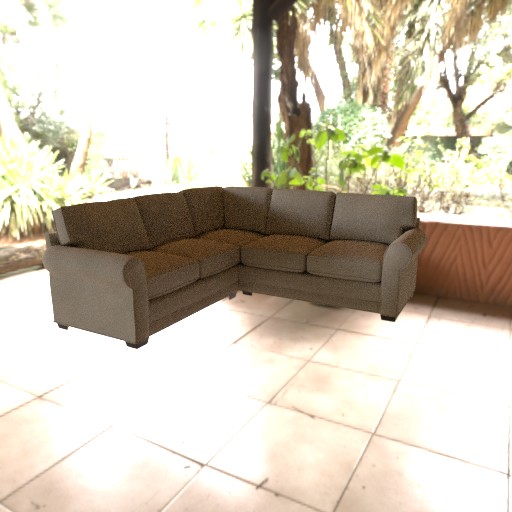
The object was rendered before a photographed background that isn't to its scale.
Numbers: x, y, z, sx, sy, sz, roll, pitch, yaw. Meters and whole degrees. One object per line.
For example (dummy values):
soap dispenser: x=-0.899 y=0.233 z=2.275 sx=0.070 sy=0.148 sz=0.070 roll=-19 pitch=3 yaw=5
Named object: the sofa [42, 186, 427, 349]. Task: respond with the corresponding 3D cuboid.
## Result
sofa: x=0.000 y=0.000 z=3.955 sx=2.569 sy=1.054 sz=2.487 roll=7 pitch=15 yaw=28
